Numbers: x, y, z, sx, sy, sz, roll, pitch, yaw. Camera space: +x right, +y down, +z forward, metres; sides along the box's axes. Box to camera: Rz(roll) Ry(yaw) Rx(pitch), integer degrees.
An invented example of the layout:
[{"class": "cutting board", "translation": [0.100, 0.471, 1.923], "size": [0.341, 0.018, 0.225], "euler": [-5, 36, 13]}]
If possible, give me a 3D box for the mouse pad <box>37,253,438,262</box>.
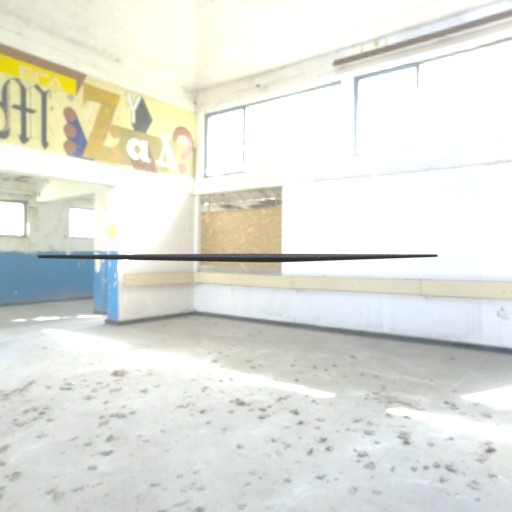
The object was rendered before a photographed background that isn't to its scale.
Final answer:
[{"class": "mouse pad", "translation": [0.000, 0.000, 0.343], "size": [0.211, 0.002, 0.249], "euler": [0, 1, 38]}]
